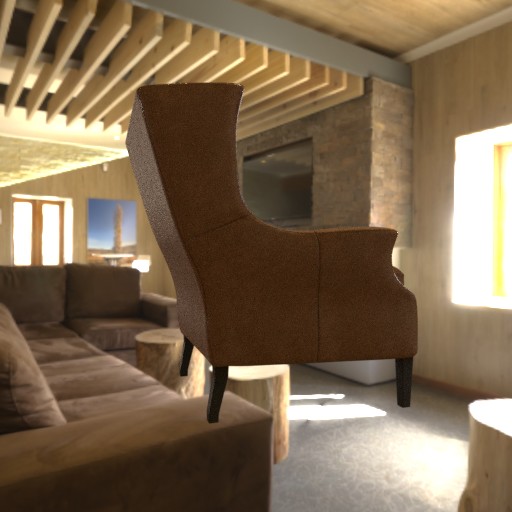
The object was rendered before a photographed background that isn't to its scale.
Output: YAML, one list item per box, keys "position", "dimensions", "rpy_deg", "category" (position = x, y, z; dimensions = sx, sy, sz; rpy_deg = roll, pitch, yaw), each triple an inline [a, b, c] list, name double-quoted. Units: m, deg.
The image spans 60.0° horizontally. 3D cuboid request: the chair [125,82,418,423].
- position: [0.000, 0.000, 1.692]
  dimensions: [0.925, 1.016, 0.852]
  rpy_deg: [0, 1, -19]
  category: "chair"
